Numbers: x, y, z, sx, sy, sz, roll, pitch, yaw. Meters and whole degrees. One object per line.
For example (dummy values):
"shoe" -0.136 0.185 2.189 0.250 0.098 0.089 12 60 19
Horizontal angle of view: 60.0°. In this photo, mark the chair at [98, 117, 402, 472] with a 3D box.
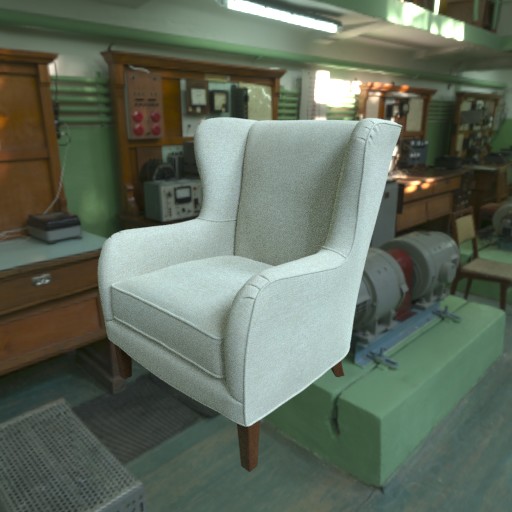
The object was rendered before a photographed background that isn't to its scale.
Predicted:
"chair" 0.000 0.000 1.748 0.838 1.040 0.966 16 24 41
